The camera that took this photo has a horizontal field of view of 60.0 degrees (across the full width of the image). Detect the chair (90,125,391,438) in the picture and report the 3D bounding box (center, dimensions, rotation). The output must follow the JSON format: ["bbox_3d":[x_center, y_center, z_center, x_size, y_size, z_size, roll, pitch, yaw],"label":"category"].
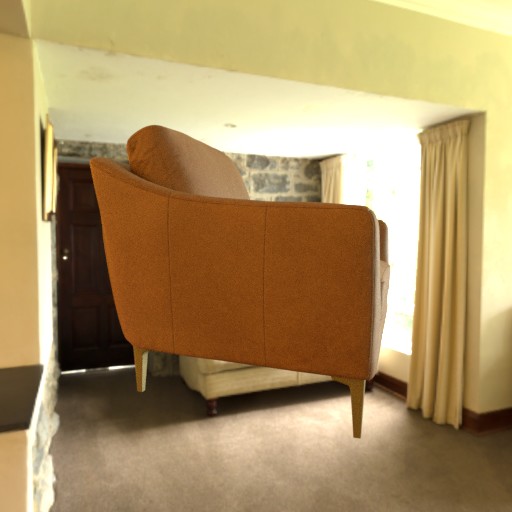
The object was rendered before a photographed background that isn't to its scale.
[{"bbox_3d":[0.000,0.000,1.674,0.963,0.895,0.988,1,3,18],"label":"chair"}]
